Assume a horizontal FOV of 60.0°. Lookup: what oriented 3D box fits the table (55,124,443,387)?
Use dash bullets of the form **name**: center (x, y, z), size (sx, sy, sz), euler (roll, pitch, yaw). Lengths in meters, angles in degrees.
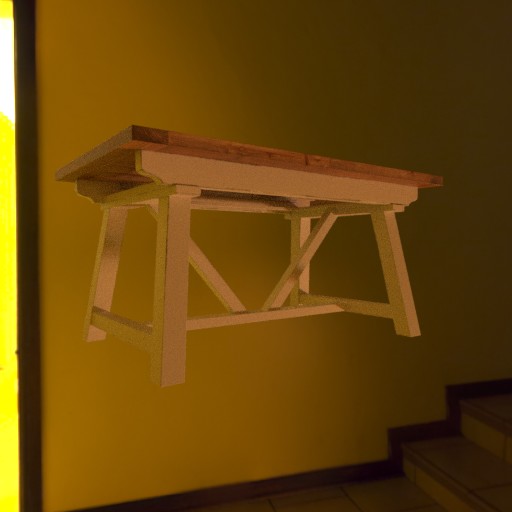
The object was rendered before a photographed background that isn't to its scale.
- **table**: center (0.000, 0.000, 2.018), size (1.503, 0.743, 0.922), euler (-1, 1, -36)
